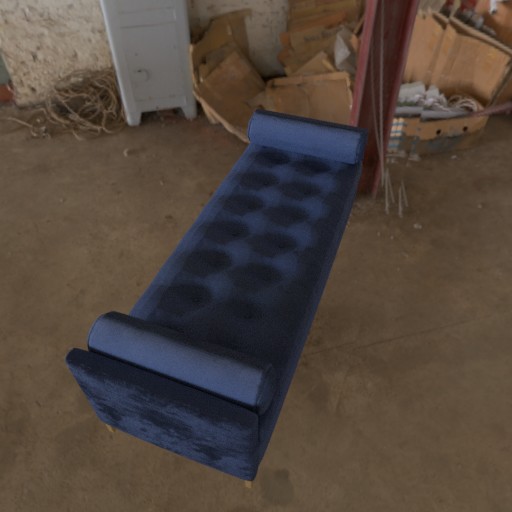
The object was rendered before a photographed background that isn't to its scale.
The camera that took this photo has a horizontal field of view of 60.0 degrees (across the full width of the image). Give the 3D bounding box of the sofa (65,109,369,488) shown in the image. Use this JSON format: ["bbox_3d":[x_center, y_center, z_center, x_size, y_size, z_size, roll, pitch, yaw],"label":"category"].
[{"bbox_3d":[0.000,0.000,2.459,0.796,0.705,2.102,15,48,14],"label":"sofa"}]
